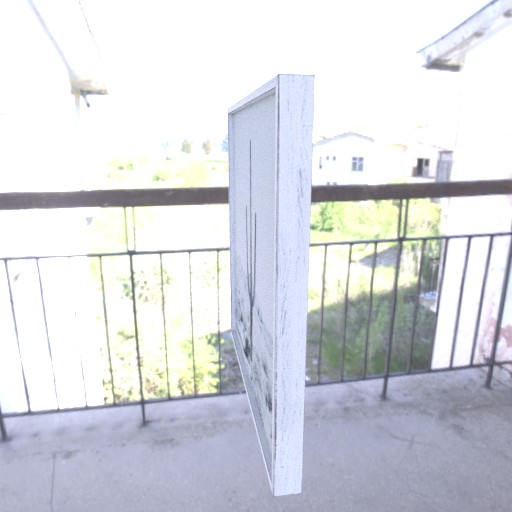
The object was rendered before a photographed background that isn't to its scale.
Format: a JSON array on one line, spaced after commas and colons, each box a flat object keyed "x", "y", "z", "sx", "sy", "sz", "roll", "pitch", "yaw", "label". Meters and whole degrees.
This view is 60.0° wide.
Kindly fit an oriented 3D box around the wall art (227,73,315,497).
[{"x": 0.000, "y": 0.000, "z": 0.751, "sx": 0.038, "sy": 0.508, "sz": 0.508, "roll": -2, "pitch": 15, "yaw": -9, "label": "wall art"}]
